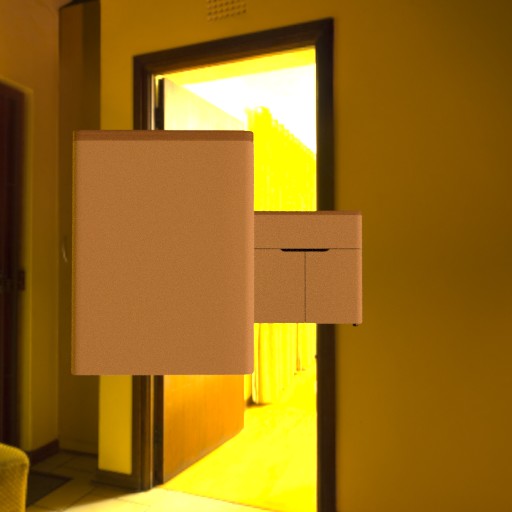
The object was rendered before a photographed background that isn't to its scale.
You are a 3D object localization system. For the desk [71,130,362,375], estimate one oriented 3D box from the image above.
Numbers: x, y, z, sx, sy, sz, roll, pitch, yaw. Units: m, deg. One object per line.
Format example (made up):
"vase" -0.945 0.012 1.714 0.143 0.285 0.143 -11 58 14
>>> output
"desk" 0.000 0.000 2.082 1.175 0.770 1.400 0 -1 0
